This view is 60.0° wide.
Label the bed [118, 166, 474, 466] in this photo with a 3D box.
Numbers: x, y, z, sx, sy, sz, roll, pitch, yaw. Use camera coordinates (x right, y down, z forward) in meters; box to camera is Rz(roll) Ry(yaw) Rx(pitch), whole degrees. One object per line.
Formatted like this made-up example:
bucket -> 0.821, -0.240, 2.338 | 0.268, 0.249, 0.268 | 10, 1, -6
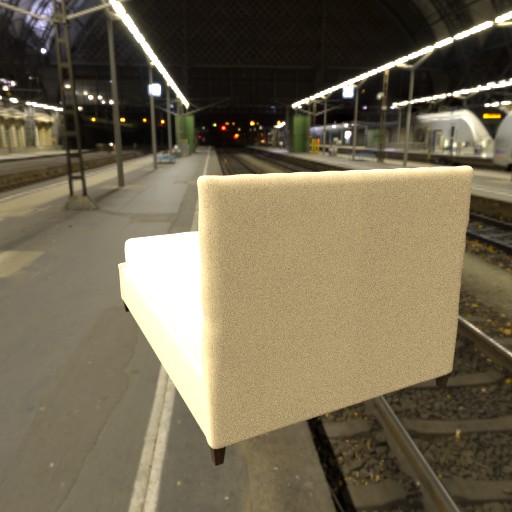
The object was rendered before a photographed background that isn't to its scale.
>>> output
bed -> 0.000, 0.000, 3.392 | 1.698, 1.427, 2.387 | -7, 16, -26
